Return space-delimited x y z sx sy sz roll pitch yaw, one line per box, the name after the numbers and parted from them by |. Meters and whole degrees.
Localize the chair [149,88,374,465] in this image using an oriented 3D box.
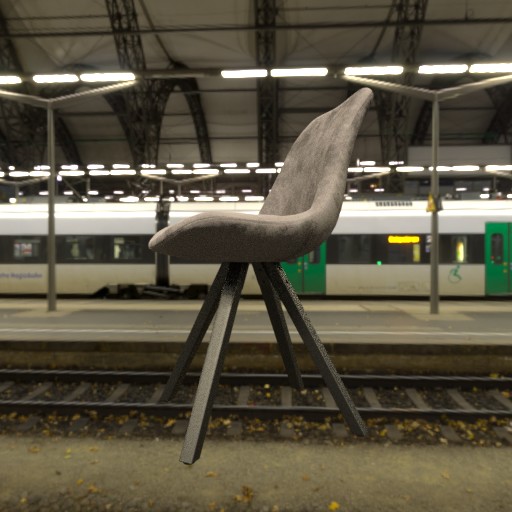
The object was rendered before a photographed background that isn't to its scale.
0.000 0.000 1.170 0.550 0.850 0.485 0 1 -18 | chair
